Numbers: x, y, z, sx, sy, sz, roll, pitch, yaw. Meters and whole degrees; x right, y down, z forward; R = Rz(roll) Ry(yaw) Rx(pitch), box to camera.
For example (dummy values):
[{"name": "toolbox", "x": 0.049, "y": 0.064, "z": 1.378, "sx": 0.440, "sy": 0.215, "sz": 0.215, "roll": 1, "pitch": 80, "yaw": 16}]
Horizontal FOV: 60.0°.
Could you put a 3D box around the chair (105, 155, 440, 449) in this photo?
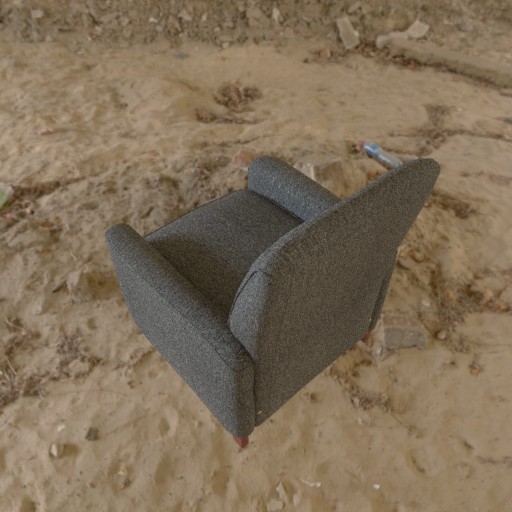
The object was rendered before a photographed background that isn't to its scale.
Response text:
[{"name": "chair", "x": 0.000, "y": 0.000, "z": 1.653, "sx": 0.848, "sy": 1.014, "sz": 0.864, "roll": -31, "pitch": 52, "yaw": -28}]
